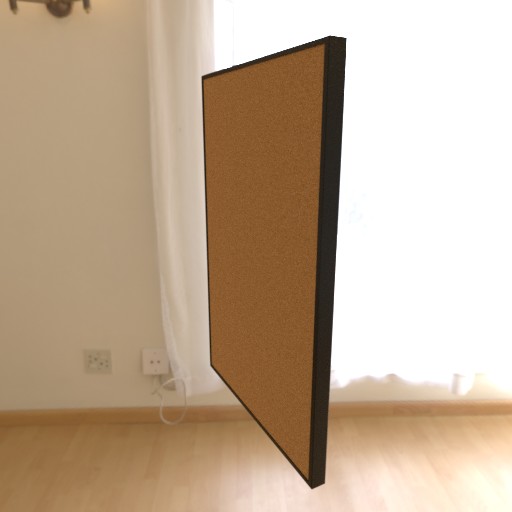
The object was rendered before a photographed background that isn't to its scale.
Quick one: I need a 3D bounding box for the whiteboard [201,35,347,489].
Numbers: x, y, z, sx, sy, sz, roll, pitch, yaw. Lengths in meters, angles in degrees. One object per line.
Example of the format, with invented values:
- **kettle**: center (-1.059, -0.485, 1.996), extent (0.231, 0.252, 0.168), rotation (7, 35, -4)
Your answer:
- **whiteboard**: center (0.000, 0.000, 0.750), extent (0.026, 0.611, 0.406), rotation (-8, 17, -26)
